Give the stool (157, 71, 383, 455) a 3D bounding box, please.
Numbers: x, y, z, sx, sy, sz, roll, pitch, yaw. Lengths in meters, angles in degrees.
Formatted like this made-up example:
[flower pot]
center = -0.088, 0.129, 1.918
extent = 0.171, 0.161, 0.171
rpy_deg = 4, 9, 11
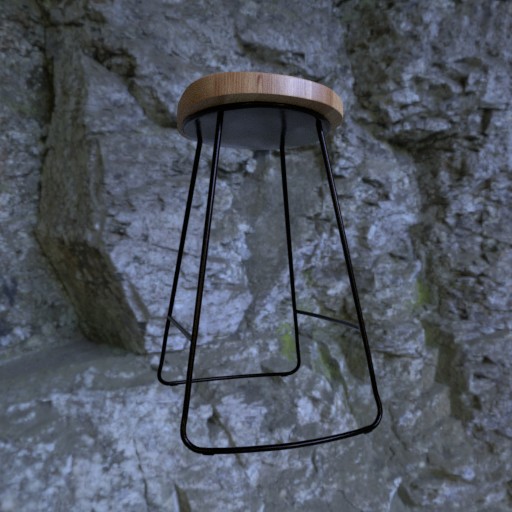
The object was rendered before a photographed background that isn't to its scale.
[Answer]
[stool]
center = 0.000, 0.000, 1.005
extent = 0.401, 0.679, 0.480
rpy_deg = 0, -1, -18
